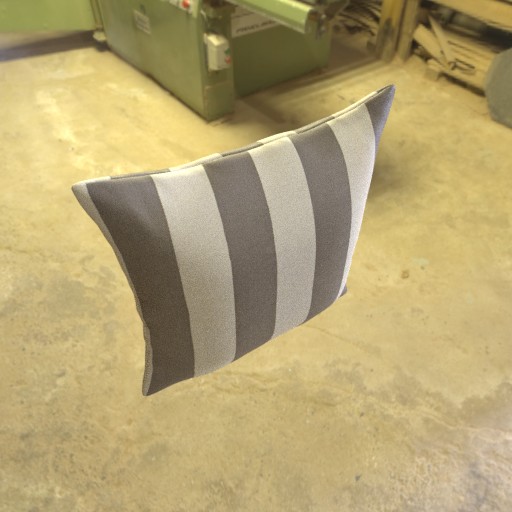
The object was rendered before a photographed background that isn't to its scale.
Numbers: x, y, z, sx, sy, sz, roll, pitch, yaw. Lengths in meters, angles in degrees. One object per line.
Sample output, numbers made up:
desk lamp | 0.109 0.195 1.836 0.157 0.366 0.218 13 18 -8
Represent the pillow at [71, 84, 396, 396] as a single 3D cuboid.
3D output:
pillow | 0.000 0.000 0.792 0.522 0.507 0.192 -24 50 -22
